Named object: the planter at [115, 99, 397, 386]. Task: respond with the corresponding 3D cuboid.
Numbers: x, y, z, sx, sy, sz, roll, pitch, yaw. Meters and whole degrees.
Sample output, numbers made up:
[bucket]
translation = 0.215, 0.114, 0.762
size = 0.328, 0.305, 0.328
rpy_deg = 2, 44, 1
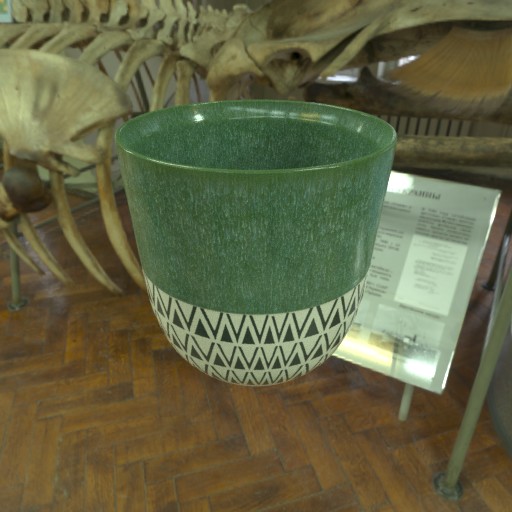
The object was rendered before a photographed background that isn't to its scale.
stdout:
[planter]
translation = 0.000, 0.000, 0.369
size = 0.195, 0.214, 0.195
rpy_deg = 0, 30, 0
